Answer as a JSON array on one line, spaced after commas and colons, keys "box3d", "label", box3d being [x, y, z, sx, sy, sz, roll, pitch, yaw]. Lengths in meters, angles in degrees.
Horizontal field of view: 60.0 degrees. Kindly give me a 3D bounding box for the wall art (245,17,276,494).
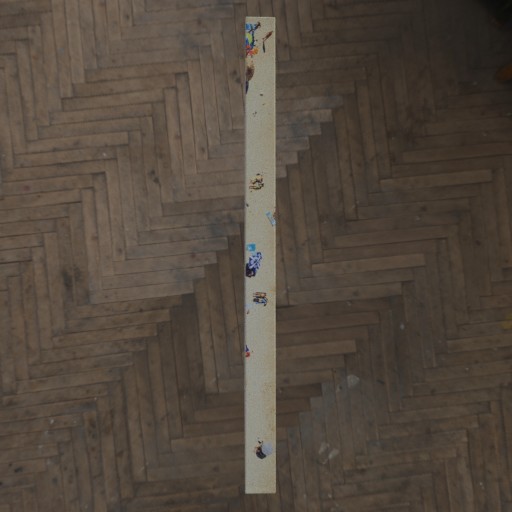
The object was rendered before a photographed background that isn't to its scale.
[{"box3d": [0.000, 0.000, 0.768, 0.039, 0.406, 0.609, 0, 89, -2], "label": "wall art"}]
